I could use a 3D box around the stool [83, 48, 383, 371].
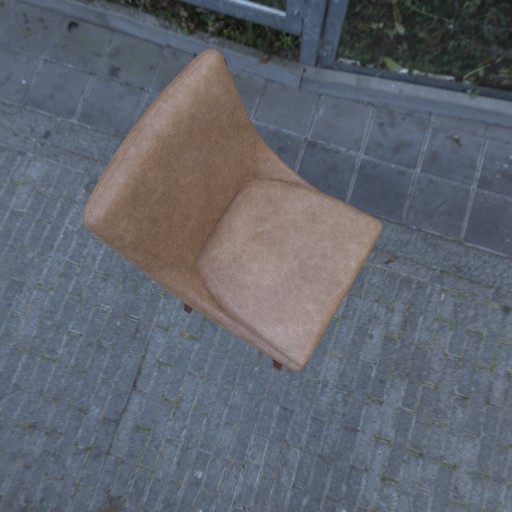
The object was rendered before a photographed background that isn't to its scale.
[{"bbox_3d":[0.000,0.000,1.373,0.572,1.079,0.487,31,78,7],"label":"stool"}]
